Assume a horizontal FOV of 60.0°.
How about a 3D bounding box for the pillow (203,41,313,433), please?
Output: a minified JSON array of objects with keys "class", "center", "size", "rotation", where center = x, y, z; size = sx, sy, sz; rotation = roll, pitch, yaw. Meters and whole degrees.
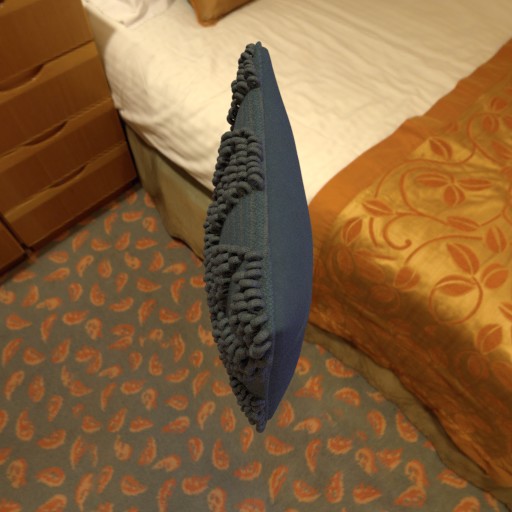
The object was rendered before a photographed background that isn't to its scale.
[{"class":"pillow","center":[0.000,0.000,0.718],"size":[0.172,0.466,0.469],"rotation":[-1,58,-1]}]
